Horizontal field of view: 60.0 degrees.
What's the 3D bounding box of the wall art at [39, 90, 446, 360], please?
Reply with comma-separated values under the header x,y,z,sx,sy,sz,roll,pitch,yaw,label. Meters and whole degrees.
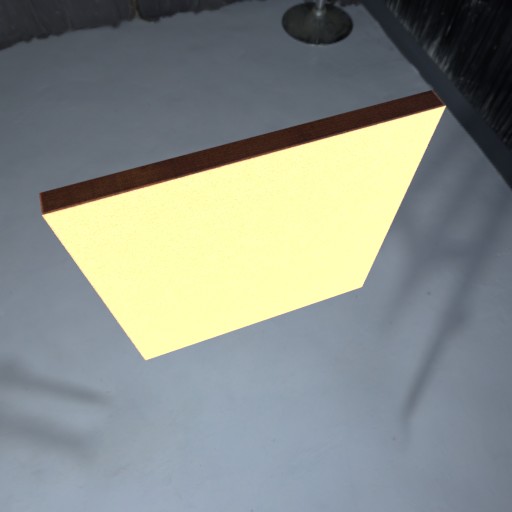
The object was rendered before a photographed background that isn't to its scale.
x,y,z,sx,sy,sz,roll,pitch,yaw,label
0.000,0.000,0.830,0.554,0.572,0.037,-17,61,-10,wall art
